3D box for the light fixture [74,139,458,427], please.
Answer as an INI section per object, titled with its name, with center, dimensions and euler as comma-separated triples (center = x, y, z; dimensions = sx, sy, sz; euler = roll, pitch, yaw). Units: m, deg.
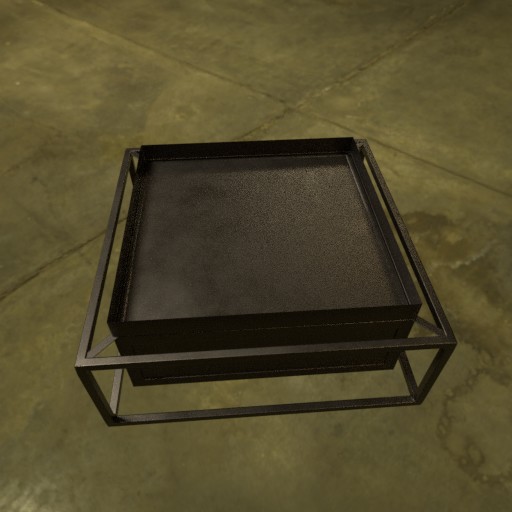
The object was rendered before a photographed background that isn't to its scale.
[light fixture]
center = 0.000, 0.000, 0.705
dimensions = 0.441, 0.191, 0.441
euler = -3, 46, -3
